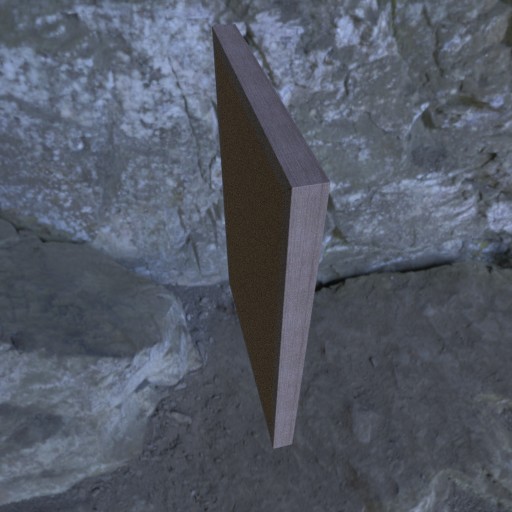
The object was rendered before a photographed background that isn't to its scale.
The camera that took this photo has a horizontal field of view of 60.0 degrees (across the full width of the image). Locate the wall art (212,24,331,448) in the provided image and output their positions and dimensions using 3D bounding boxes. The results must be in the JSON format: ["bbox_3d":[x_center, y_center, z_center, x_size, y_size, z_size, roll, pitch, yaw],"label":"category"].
[{"bbox_3d":[0.000,0.000,0.639,0.031,0.509,0.356,-10,47,-10],"label":"wall art"}]
